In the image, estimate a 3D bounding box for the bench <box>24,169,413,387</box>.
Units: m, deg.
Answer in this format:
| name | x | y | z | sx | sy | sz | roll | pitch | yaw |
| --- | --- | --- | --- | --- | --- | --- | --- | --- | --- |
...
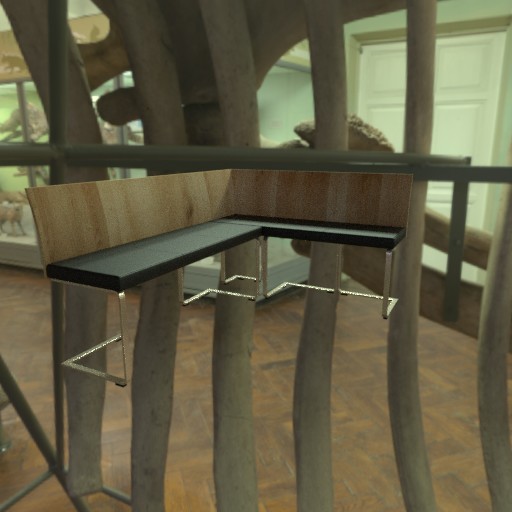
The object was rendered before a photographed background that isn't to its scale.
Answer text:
| name | x | y | z | sx | sy | sz | roll | pitch | yaw |
| --- | --- | --- | --- | --- | --- | --- | --- | --- | --- |
| bench | 0.000 | 0.000 | 2.739 | 1.495 | 0.930 | 1.945 | 7 | 16 | 26 |
